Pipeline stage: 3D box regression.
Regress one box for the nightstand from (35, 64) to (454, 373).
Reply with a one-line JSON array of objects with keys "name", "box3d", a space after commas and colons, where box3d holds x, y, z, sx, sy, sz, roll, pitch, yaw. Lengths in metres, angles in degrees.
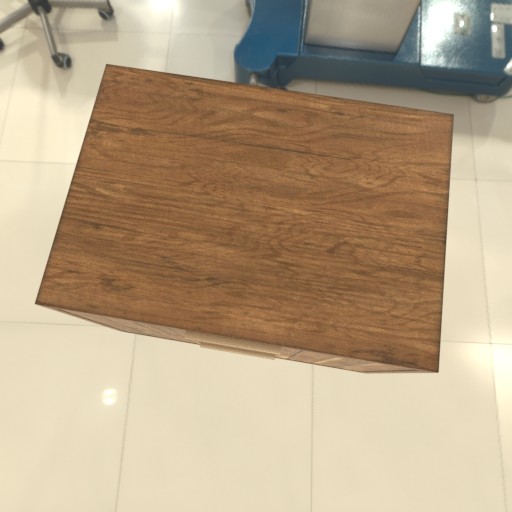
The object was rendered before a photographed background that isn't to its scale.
[{"name": "nightstand", "box3d": [0.000, 0.000, 1.005, 0.610, 0.610, 0.446, 9, 75, 2]}]
